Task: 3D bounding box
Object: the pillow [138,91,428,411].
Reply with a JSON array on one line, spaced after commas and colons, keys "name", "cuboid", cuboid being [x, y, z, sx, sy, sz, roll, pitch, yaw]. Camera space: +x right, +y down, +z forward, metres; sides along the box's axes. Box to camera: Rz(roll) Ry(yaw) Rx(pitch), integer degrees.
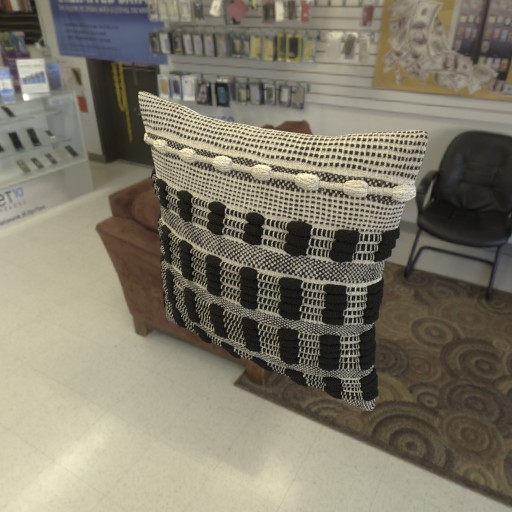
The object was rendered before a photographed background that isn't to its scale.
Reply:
[{"name": "pillow", "cuboid": [0.000, 0.000, 0.678, 0.436, 0.438, 0.156, 18, 35, 28]}]
